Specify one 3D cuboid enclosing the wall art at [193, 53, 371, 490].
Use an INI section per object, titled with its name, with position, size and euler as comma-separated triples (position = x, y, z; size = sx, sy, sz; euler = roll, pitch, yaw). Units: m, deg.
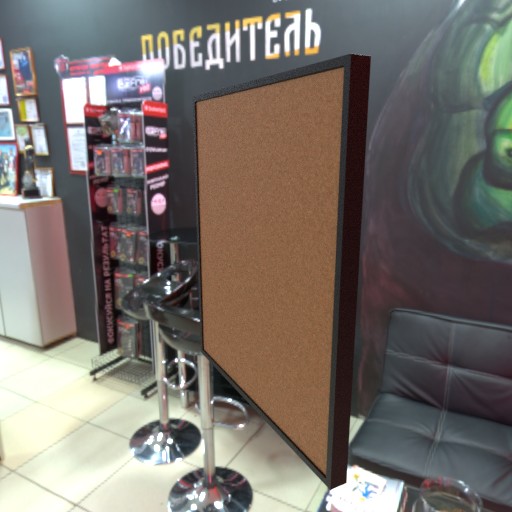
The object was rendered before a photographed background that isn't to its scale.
[wall art]
position = 0.000, 0.000, 0.518
size = 0.019, 0.381, 0.330
euler = -7, 16, -28
